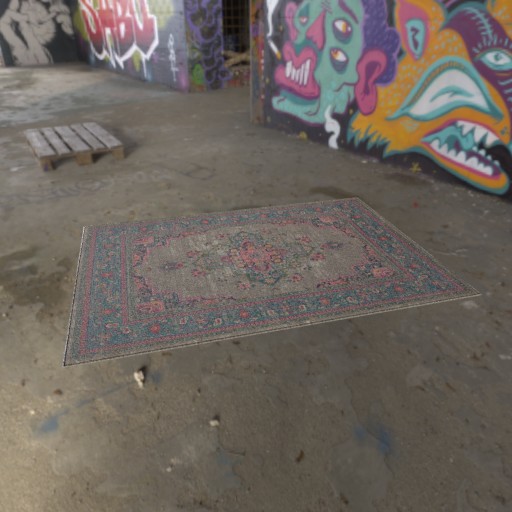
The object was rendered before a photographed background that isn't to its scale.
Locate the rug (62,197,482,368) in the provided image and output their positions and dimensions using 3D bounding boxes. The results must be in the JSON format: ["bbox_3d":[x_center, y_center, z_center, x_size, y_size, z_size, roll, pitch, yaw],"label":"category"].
[{"bbox_3d":[0.000,0.000,3.758,2.890,0.013,2.005,-8,30,-13],"label":"rug"}]
